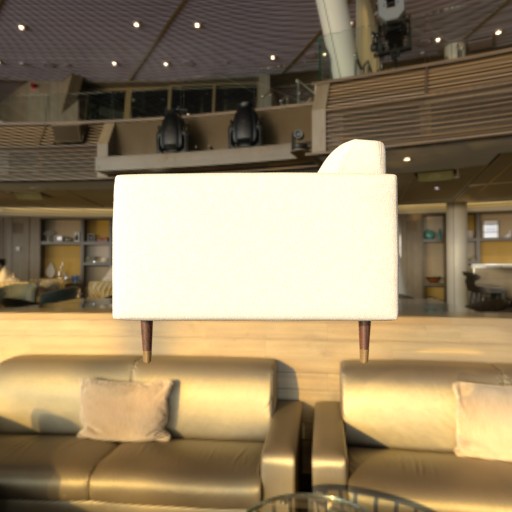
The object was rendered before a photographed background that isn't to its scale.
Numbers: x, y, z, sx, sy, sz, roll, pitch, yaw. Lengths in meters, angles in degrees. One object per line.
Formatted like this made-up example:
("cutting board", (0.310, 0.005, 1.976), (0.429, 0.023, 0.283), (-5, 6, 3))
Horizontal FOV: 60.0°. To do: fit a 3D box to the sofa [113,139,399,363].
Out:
("sofa", (0.000, 0.000, 2.384), (0.969, 0.814, 1.895), (0, -1, 0))
